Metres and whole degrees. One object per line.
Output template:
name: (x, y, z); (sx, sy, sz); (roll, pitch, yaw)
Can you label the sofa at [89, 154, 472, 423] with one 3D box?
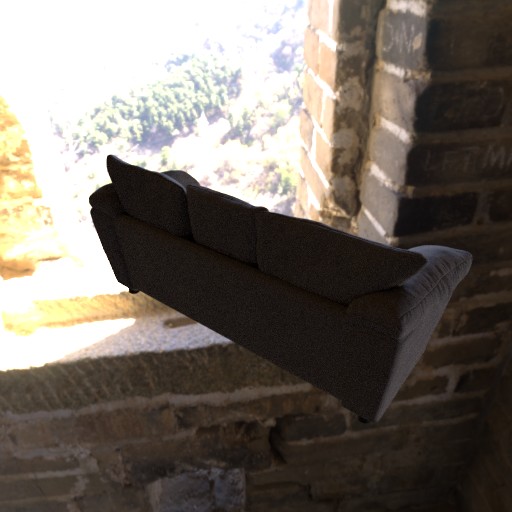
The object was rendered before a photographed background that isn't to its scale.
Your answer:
sofa: (0.000, 0.000, 2.827); (2.336, 1.073, 0.878); (22, 37, 32)
